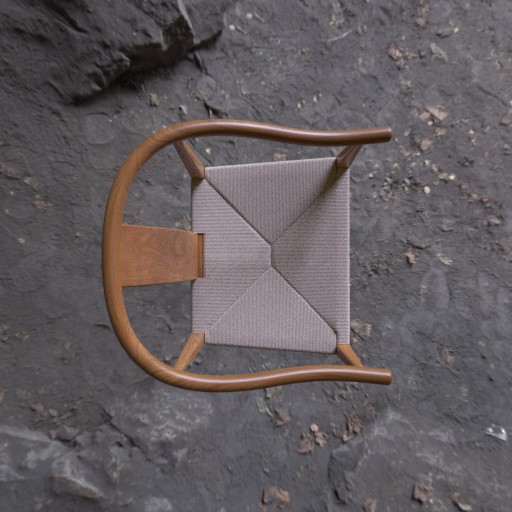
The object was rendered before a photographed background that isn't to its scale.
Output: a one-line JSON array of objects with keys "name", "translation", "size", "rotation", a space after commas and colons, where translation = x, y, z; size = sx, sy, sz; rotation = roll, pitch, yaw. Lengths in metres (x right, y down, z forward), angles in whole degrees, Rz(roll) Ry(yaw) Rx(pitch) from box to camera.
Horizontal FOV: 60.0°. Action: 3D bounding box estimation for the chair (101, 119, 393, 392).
[{"name": "chair", "translation": [0.000, 0.000, 1.207], "size": [0.579, 0.800, 0.556], "rotation": [0, 90, -1]}]
